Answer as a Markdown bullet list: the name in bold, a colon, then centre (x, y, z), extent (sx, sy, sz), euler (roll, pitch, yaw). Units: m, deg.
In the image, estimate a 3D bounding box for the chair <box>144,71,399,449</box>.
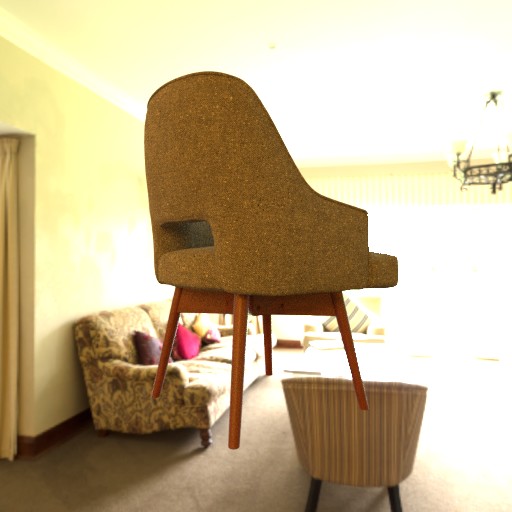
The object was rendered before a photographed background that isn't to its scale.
- **chair**: centre (0.000, 0.000, 1.323), extent (0.629, 0.875, 0.608), euler (0, 0, -36)
